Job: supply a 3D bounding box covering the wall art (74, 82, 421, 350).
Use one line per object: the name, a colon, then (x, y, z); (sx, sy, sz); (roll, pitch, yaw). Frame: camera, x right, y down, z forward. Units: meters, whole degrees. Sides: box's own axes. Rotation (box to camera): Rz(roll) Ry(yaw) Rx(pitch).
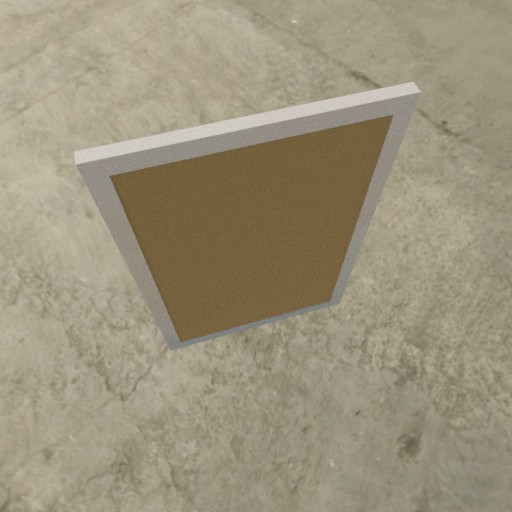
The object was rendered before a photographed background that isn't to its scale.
wall art: (0.000, 0.000, 1.443); (0.764, 1.143, 0.038); (-14, 60, -8)
